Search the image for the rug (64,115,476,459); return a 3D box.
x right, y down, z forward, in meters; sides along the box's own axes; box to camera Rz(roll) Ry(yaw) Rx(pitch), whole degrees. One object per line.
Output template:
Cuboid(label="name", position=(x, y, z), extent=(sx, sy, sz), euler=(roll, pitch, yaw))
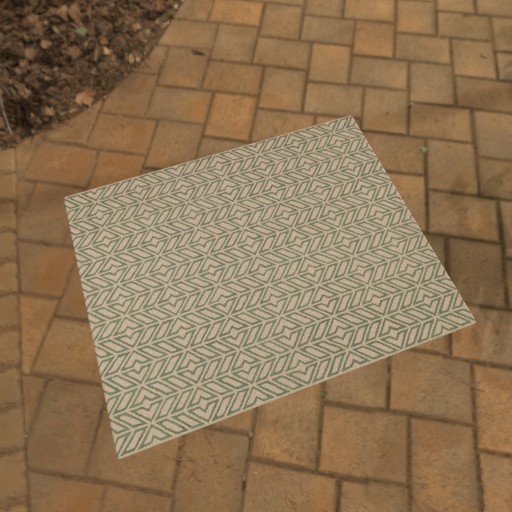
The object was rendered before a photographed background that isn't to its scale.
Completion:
Cuboid(label="rug", position=(0.000, 0.000, 3.988), extent=(3.050, 0.017, 2.441), euler=(-18, 65, -9))
